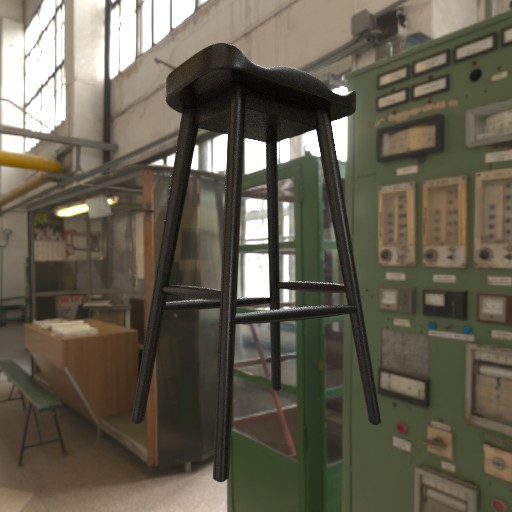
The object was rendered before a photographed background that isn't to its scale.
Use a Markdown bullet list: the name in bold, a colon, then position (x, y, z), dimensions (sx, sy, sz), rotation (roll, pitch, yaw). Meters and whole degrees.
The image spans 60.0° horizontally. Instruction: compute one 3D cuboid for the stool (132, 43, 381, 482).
- **stool**: position (0.000, 0.000, 0.998), dimensions (0.440, 0.749, 0.361), rotation (1, -1, -38)
